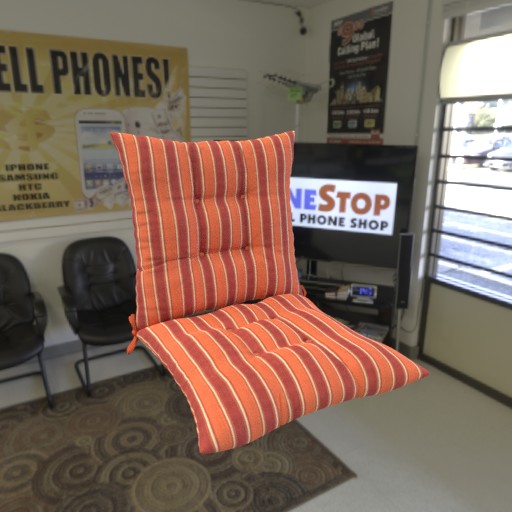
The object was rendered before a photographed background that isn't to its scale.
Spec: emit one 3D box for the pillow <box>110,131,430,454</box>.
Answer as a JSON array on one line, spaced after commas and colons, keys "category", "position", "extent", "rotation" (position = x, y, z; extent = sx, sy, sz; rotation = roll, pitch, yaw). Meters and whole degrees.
[{"category": "pillow", "position": [0.000, 0.000, 0.990], "extent": [0.541, 0.536, 0.585], "rotation": [-8, 18, -27]}]
